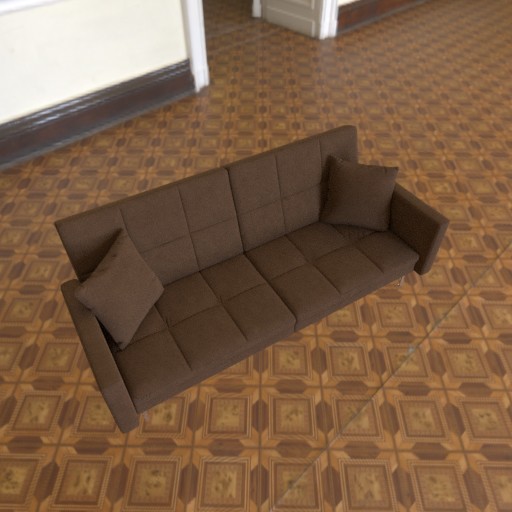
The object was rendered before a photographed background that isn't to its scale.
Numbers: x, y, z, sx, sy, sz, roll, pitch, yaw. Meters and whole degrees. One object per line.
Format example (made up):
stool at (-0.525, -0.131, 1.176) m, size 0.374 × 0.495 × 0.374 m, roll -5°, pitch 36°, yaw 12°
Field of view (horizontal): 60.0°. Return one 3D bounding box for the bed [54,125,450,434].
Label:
bed at (0.000, 0.000, 2.383) m, size 1.905 × 0.787 × 0.889 m, roll -23°, pitch 50°, yaw -21°
